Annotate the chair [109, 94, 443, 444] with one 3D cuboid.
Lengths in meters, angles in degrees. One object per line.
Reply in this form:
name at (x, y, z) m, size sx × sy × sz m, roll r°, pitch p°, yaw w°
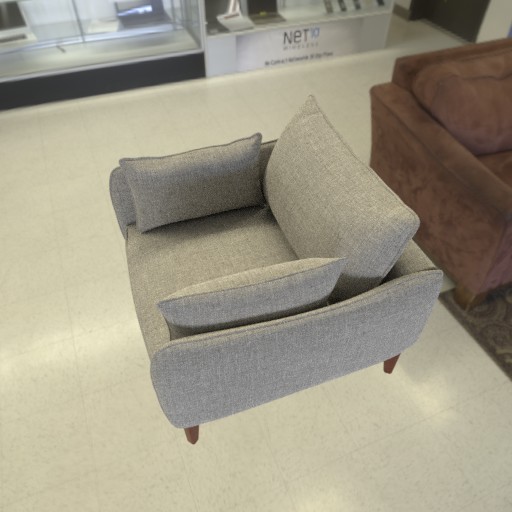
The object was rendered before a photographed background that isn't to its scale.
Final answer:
chair at (0.000, 0.000, 1.720) m, size 0.976 × 0.839 × 0.993 m, roll -15°, pitch 48°, yaw -14°
